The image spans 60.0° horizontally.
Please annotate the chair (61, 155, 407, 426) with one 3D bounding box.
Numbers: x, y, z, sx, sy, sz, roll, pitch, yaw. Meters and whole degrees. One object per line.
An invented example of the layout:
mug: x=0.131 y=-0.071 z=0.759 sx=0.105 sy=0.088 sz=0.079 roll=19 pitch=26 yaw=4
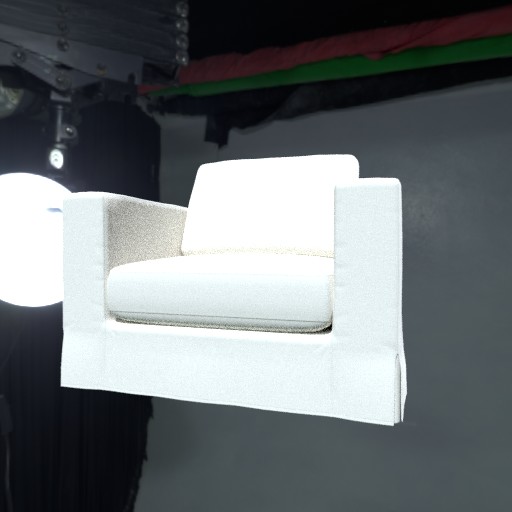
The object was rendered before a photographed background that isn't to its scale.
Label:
chair: x=0.000 y=0.000 z=1.784 sx=1.150 sy=0.878 sz=0.957 roll=0 pitch=1 yaw=18
